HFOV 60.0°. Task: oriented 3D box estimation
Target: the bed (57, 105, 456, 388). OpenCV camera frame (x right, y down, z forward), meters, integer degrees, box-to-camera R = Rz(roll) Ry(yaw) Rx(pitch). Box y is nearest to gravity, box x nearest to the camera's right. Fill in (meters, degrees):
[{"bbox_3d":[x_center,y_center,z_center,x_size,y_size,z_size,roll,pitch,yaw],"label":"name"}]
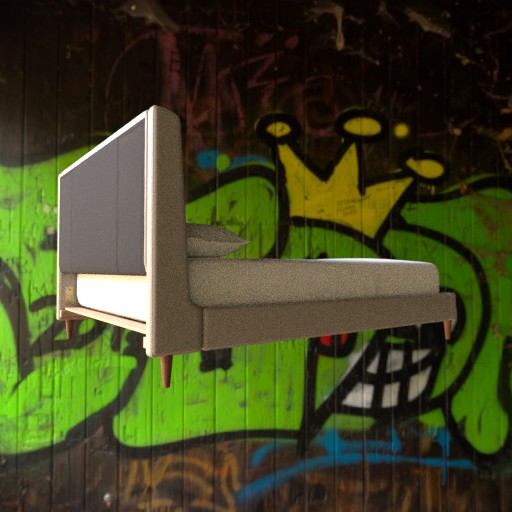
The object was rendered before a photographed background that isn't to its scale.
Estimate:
[{"bbox_3d":[0.000,0.000,3.076,2.232,1.147,1.656,1,-2,-36],"label":"bed"}]
